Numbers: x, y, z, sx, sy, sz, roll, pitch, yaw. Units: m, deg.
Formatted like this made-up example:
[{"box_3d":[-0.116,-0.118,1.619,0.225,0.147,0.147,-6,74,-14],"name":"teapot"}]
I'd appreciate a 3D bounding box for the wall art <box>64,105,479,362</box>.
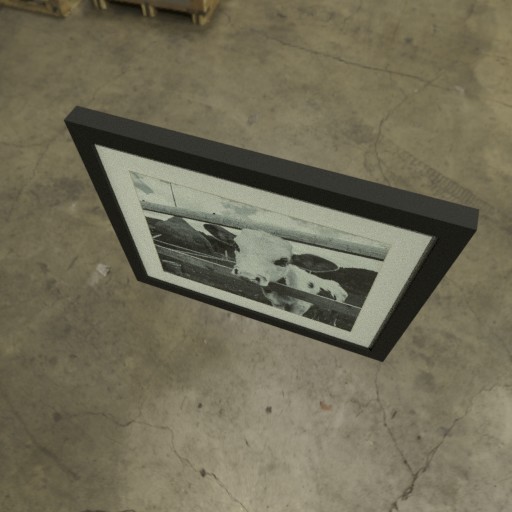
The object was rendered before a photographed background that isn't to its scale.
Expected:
[{"box_3d":[0.000,0.000,0.554,0.404,0.329,0.024,17,59,11],"name":"wall art"}]
